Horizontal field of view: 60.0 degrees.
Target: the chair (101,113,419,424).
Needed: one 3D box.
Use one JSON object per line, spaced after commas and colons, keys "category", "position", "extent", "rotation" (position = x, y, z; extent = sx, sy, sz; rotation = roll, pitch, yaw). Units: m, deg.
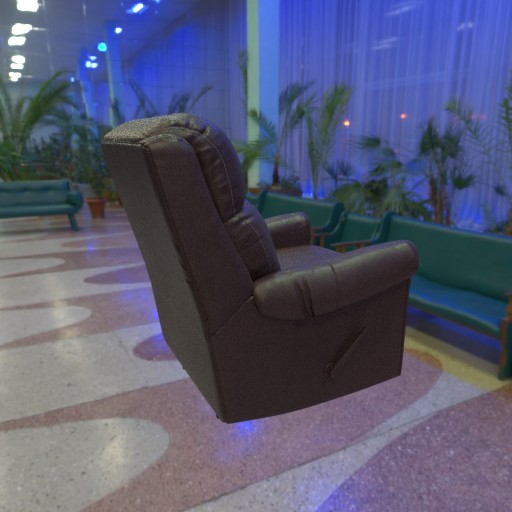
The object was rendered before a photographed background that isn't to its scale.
{"category": "chair", "position": [0.000, 0.000, 1.767], "extent": [1.014, 1.054, 0.838], "rotation": [-7, 17, -26]}
